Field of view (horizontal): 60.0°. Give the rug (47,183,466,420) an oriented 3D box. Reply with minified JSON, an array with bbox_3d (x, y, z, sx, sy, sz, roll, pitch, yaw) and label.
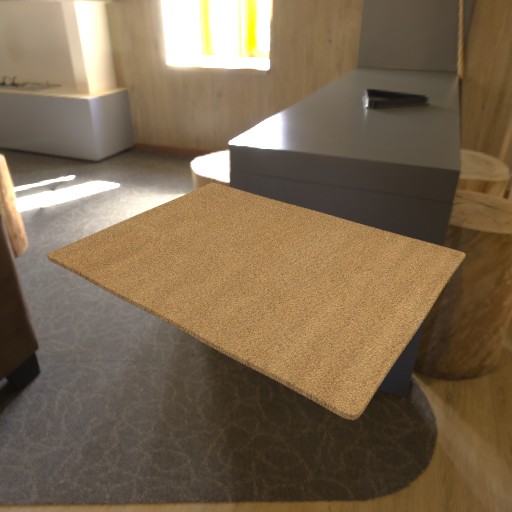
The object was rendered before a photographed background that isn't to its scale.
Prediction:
[{"bbox_3d":[0.000,0.000,2.101,1.600,0.025,1.199,20,36,31],"label":"rug"}]
